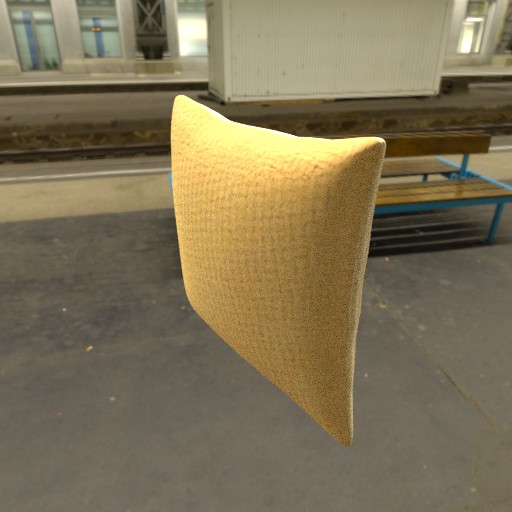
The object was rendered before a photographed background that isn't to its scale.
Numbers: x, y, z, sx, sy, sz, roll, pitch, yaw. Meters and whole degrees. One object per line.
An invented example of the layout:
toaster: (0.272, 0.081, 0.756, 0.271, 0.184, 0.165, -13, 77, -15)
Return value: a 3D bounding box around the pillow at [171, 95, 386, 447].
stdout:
pillow: (0.000, 0.000, 0.648, 0.173, 0.407, 0.419, -18, 32, -32)
